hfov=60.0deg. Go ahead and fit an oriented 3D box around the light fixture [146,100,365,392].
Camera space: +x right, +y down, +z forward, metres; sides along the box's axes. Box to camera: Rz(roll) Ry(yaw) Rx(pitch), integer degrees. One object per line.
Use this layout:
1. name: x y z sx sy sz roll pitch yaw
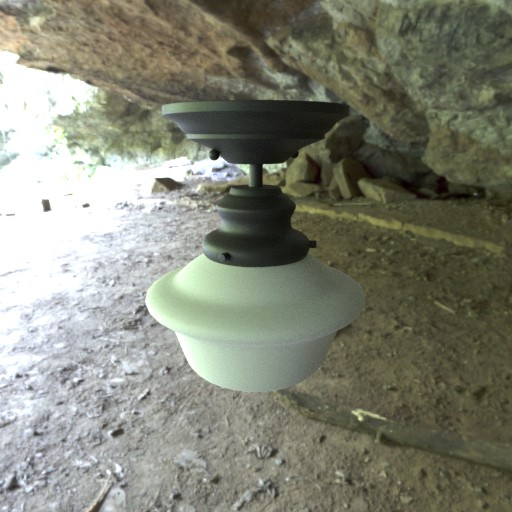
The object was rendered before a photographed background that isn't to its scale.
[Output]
1. light fixture: 0.000 0.000 0.398 0.197 0.254 0.197 0 15 0
